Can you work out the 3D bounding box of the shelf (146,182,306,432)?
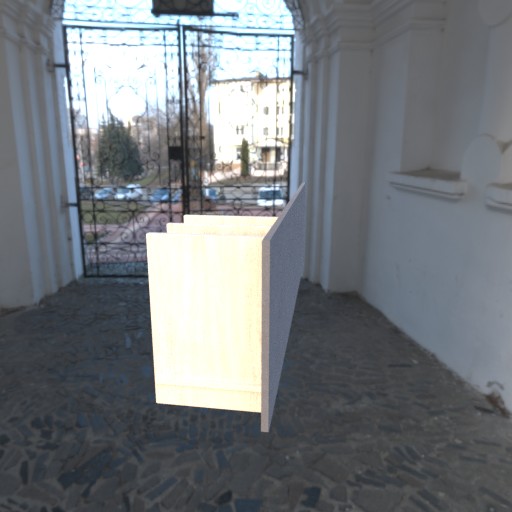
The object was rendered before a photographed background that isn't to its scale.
[{"bbox_3d":[0.000,0.000,1.146,0.200,0.300,1.020,2,14,9],"label":"shelf"}]
